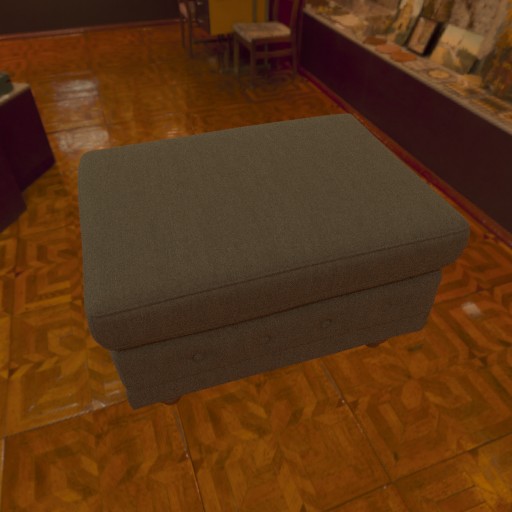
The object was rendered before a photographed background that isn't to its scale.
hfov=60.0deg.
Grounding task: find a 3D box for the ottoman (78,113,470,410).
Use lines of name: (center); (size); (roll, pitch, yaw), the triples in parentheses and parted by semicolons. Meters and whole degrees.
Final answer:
ottoman: (0.000, 0.000, 1.132); (0.771, 0.500, 0.569); (-12, 43, -13)
